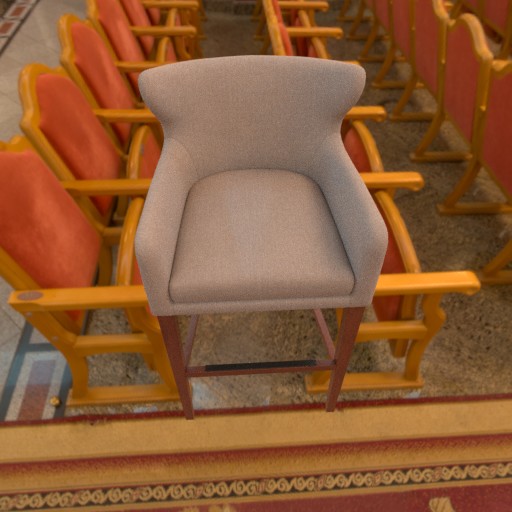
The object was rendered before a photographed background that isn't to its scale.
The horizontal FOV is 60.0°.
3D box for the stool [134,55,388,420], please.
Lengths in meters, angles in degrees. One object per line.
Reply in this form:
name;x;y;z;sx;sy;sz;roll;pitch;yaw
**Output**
stool;0.000;0.000;1.378;0.575;1.047;0.575;-2;47;-2
